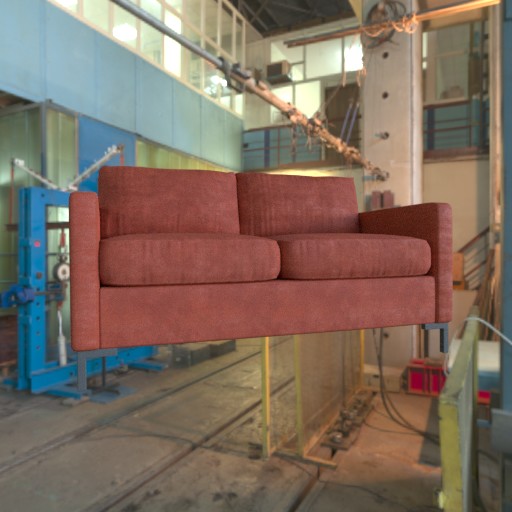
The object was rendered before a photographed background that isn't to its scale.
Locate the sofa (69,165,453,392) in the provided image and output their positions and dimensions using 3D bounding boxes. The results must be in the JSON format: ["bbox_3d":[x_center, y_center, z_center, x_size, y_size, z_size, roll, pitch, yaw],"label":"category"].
[{"bbox_3d":[0.000,0.000,2.079,1.574,0.896,0.864,0,0,-19],"label":"sofa"}]
